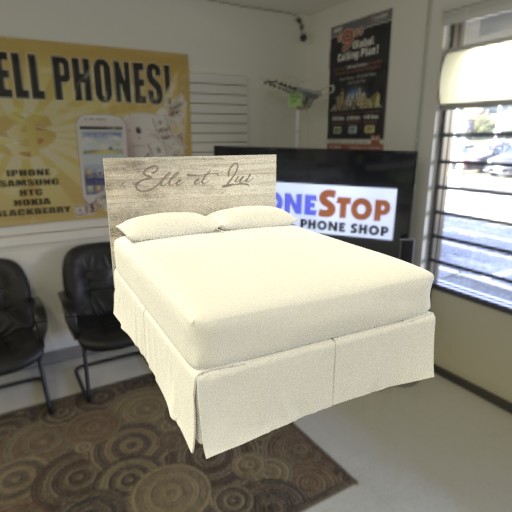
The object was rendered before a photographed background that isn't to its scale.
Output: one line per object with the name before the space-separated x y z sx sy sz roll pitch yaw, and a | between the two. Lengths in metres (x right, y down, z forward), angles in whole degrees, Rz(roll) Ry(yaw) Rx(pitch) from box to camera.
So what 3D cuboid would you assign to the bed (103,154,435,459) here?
bed | 0.000 0.000 3.222 1.745 1.335 2.094 -8 17 -27
